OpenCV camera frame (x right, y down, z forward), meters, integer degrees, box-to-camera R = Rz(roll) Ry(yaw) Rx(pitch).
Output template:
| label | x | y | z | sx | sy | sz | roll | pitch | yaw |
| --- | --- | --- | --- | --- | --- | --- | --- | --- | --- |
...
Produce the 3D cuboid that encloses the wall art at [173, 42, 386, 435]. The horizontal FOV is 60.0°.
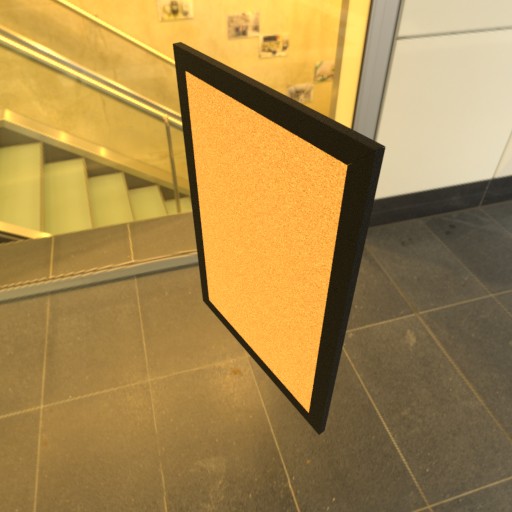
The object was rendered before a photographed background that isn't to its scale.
| label | x | y | z | sx | sy | sz | roll | pitch | yaw |
| --- | --- | --- | --- | --- | --- | --- | --- | --- | --- |
| wall art | 0.000 | 0.000 | 0.593 | 0.011 | 0.459 | 0.326 | -26 | 48 | -26 |
